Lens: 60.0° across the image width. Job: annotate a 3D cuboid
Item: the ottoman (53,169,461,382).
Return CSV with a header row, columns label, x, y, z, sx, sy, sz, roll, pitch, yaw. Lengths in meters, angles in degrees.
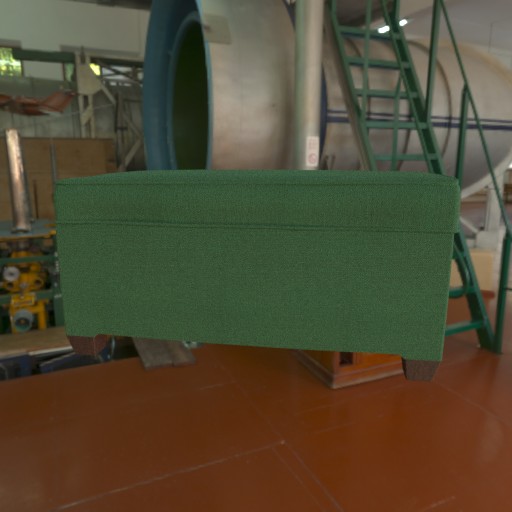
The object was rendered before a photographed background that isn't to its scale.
label,x,y,z,sx,sy,sz,roll,pitch,yaw
ottoman,0.000,0.000,1.236,0.957,0.471,0.483,2,12,9
